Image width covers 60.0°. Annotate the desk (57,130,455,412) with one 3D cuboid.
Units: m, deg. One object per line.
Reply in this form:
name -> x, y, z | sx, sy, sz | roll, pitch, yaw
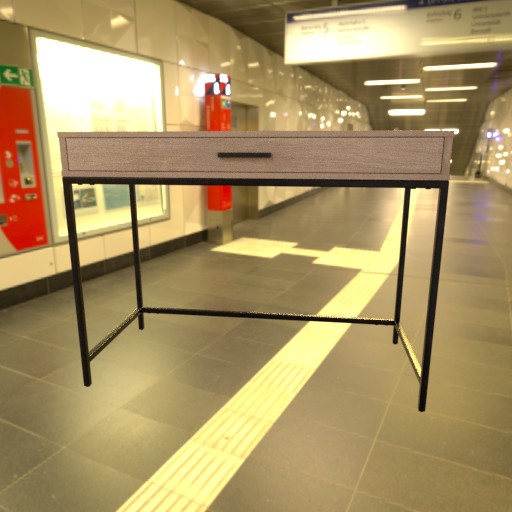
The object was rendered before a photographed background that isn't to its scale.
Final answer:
desk -> 0.000, 0.000, 1.427 | 1.016, 0.762, 0.470 | 2, 14, 7
